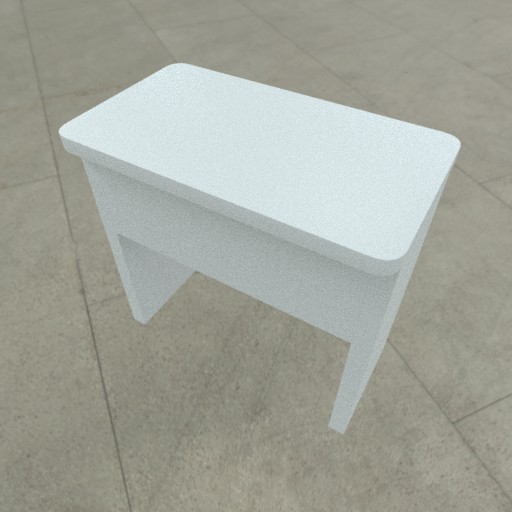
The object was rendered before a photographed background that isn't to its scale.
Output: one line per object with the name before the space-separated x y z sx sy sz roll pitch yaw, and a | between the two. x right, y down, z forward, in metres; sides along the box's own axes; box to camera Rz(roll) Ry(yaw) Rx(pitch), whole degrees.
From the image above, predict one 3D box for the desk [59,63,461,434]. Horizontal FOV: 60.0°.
desk | 0.000 0.000 1.241 0.790 0.760 0.446 23 50 21
